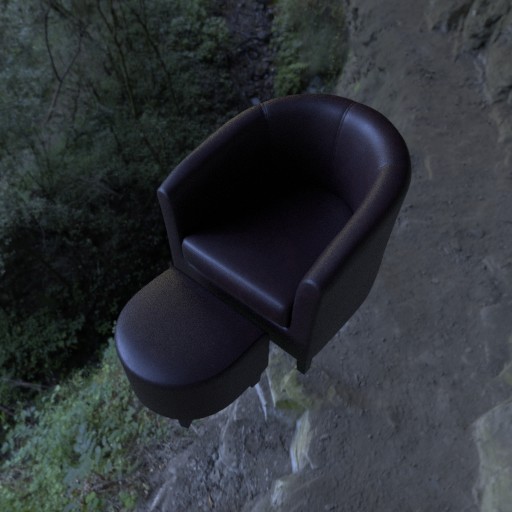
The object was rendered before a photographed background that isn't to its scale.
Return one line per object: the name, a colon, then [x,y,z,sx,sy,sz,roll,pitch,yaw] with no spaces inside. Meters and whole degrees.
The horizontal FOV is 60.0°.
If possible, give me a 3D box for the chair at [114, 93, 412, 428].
chair: [0.000,0.000,1.613,0.737,0.755,1.176,32,55,26]
